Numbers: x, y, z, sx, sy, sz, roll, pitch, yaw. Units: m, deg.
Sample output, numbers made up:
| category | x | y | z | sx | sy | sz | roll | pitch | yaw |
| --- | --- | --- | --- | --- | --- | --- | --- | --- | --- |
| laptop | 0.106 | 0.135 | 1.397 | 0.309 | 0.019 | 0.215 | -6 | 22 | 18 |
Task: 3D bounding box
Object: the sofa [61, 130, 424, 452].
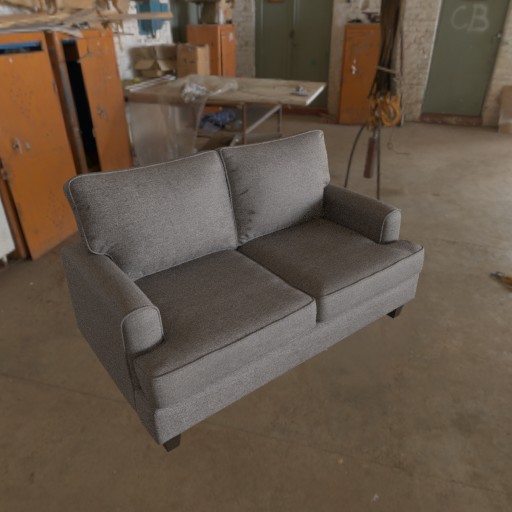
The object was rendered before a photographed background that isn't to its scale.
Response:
| category | x | y | z | sx | sy | sz | roll | pitch | yaw |
| --- | --- | --- | --- | --- | --- | --- | --- | --- | --- |
| sofa | 0.000 | 0.000 | 2.250 | 1.651 | 0.965 | 0.965 | -20 | 35 | -32 |
